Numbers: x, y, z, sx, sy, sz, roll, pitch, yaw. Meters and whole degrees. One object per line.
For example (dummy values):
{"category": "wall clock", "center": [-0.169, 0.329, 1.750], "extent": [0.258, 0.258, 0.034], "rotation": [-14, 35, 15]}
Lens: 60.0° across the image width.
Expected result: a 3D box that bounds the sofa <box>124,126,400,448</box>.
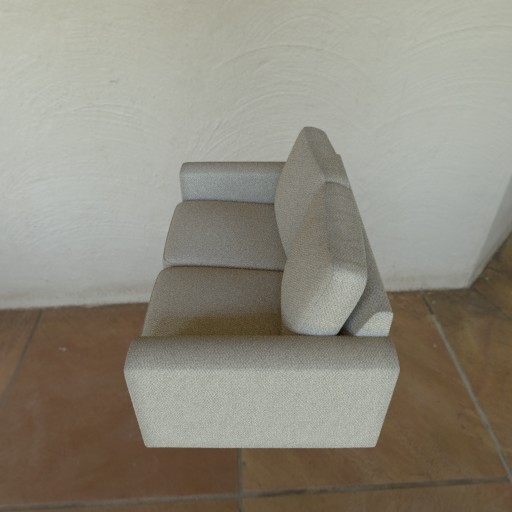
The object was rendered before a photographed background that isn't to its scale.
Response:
{"category": "sofa", "center": [0.000, 0.000, 2.252], "extent": [1.016, 0.873, 1.616], "rotation": [0, 38, 0]}
